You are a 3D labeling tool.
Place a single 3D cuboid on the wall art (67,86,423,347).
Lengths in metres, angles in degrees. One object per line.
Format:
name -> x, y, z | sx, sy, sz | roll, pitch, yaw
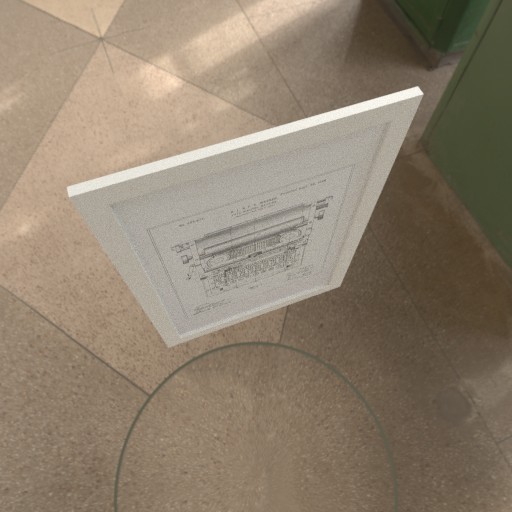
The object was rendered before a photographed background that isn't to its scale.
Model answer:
wall art -> 0.000, 0.000, 0.687 | 0.381, 0.533, 0.013 | -18, 65, -9
